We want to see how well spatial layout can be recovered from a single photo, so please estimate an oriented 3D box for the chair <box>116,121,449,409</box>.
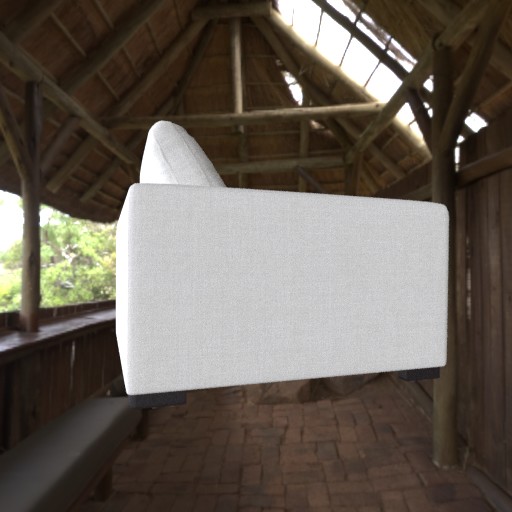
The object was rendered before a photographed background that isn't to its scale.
[{"bbox_3d":[0.000,0.000,1.870,1.100,0.876,1.070,0,-1,-19],"label":"chair"}]
